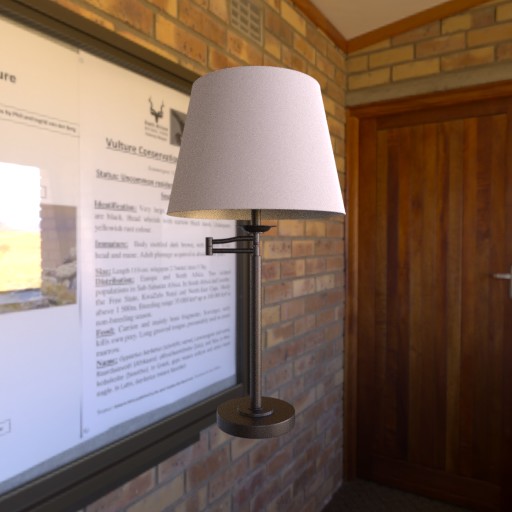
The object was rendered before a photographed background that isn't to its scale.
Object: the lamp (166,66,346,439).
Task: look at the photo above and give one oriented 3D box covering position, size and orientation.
[{"bbox_3d":[0.000,0.000,0.918,0.363,0.696,0.363,0,2,0],"label":"lamp"}]
